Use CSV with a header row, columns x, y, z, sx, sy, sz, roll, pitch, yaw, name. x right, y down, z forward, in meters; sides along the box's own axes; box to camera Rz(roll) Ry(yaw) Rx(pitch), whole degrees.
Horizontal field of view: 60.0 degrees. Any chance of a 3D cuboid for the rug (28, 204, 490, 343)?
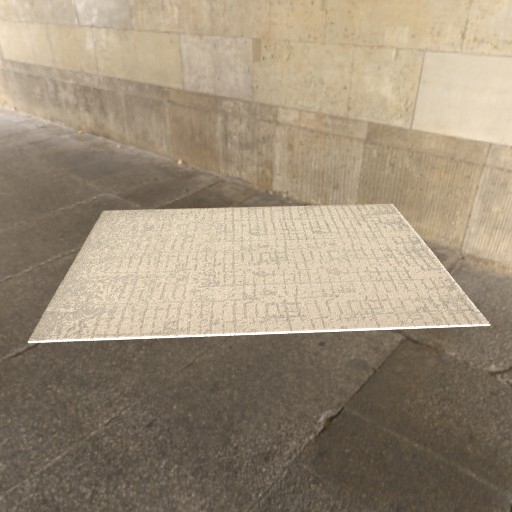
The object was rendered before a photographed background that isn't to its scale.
x,y,z,sx,sy,sz,roll,pitch,yaw,name
0.000,0.000,2.265,1.827,0.007,1.211,-2,30,-3,rug
